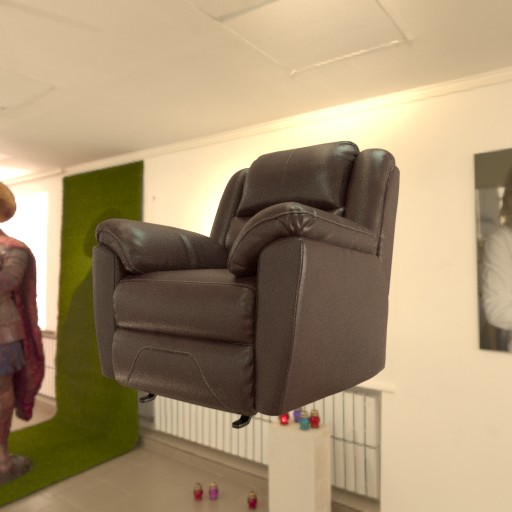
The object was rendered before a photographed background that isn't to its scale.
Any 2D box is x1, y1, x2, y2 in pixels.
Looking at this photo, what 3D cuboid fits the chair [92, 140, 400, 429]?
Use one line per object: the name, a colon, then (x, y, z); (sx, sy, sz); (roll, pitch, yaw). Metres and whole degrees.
chair: (0.000, 0.000, 1.890); (0.990, 1.093, 1.041); (-1, -1, 35)
